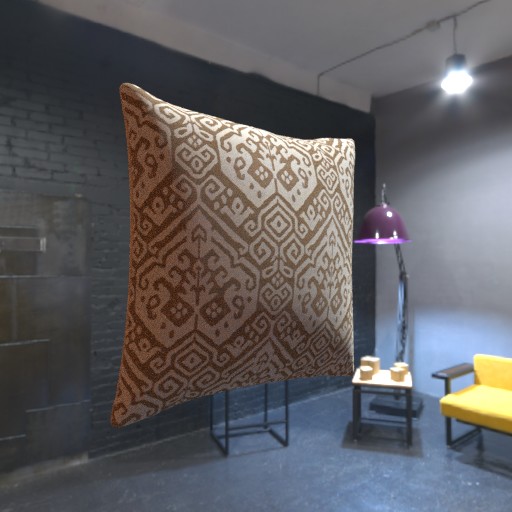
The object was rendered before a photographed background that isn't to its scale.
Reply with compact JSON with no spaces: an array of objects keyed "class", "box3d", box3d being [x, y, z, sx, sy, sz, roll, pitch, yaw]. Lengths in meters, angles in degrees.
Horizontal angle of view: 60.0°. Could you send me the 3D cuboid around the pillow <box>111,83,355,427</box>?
[{"class":"pillow","box3d":[0.000,0.000,0.642,0.419,0.407,0.173,1,-1,-37]}]
